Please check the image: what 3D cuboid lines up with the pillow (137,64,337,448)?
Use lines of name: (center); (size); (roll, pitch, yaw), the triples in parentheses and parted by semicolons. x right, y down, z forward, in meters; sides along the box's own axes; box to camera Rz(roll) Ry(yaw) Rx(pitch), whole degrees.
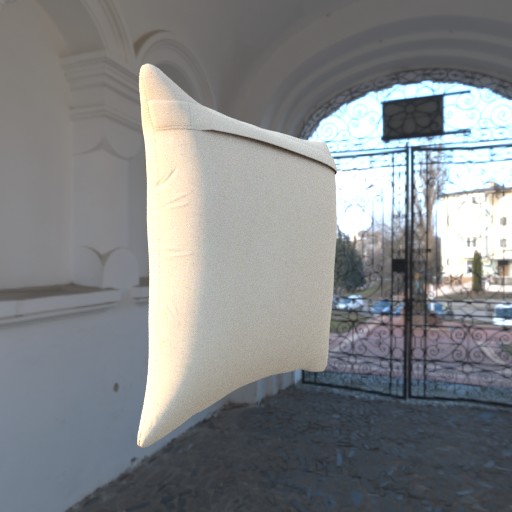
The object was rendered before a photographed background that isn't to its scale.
pillow: (0.000, 0.000, 0.627); (0.173, 0.406, 0.405); (0, 0, 37)
